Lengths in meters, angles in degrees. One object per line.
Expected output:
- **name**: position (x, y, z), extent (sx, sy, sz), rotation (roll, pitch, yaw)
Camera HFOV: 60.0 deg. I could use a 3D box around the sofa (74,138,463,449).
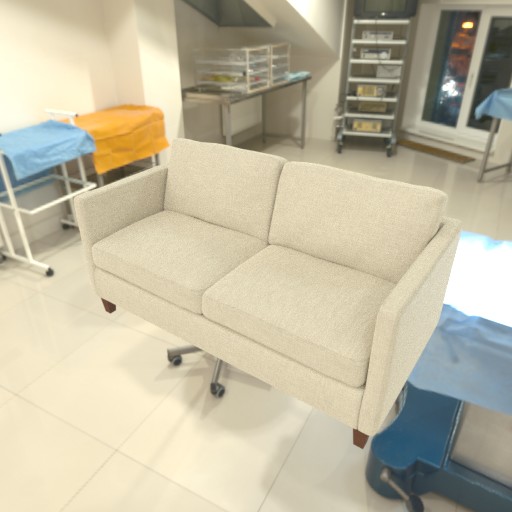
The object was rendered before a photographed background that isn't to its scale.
- **sofa**: position (0.000, 0.000, 2.416), extent (1.838, 0.963, 0.950), rotation (19, 35, 30)
